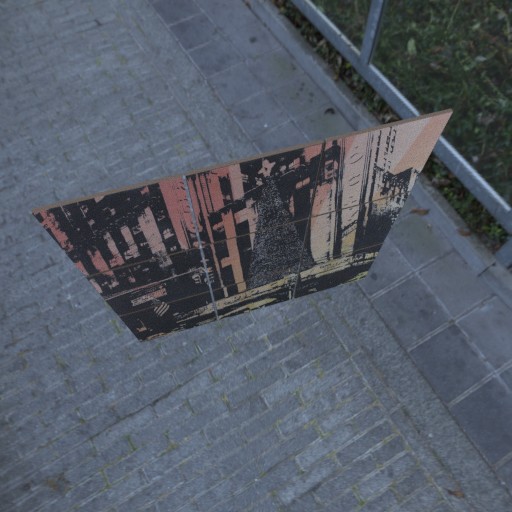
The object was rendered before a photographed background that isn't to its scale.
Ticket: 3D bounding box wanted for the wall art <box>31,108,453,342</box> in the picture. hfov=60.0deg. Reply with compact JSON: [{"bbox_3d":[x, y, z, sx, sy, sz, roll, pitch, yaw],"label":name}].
[{"bbox_3d":[0.000,0.000,1.771,1.216,1.216,0.013,-15,64,-8],"label":"wall art"}]
